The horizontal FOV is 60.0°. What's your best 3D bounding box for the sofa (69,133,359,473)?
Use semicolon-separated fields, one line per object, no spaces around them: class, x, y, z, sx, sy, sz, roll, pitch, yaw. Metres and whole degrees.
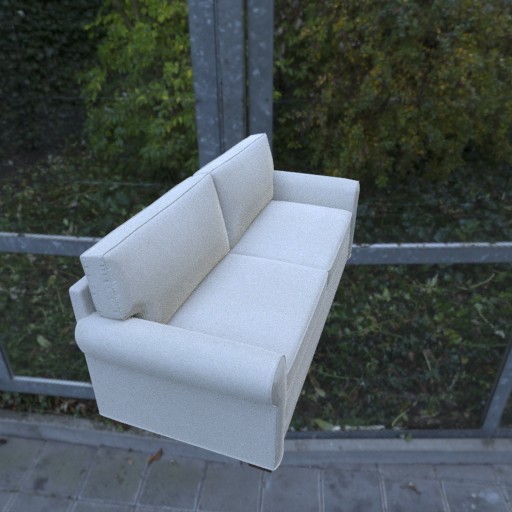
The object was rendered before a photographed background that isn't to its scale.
sofa;0.000;0.000;2.598;0.901;0.962;2.146;10;31;17
